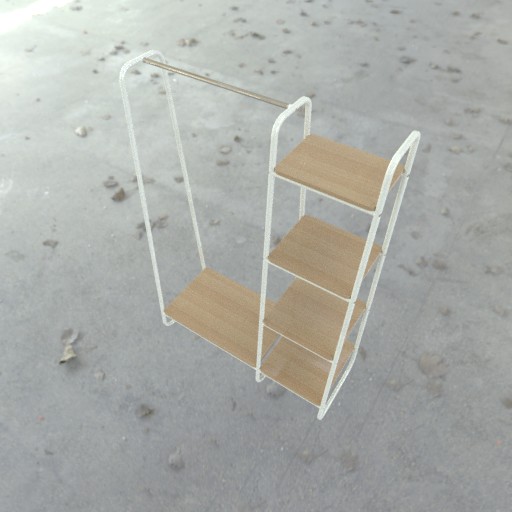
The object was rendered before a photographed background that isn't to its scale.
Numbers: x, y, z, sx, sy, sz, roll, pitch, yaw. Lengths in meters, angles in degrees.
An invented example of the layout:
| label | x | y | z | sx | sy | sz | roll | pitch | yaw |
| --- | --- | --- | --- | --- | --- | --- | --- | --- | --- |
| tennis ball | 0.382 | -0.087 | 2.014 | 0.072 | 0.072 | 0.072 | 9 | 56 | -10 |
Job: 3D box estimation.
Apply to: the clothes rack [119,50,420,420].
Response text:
| label | x | y | z | sx | sy | sz | roll | pitch | yaw |
| --- | --- | --- | --- | --- | --- | --- | --- | --- | --- |
| clothes rack | 0.000 | 0.000 | 1.940 | 1.011 | 1.500 | 0.400 | 26 | 52 | 22 |
